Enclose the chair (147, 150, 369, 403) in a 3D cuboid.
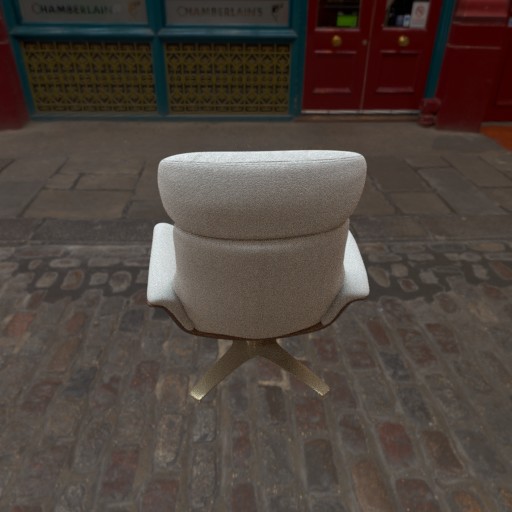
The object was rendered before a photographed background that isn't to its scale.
[{"bbox_3d":[0.000,0.000,1.628,0.785,0.995,0.837,-2,30,-3],"label":"chair"}]
